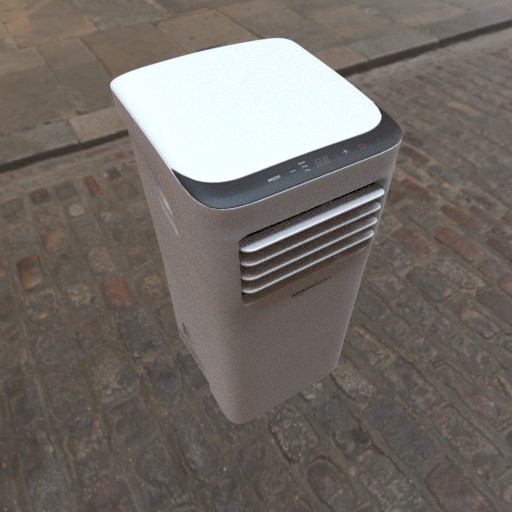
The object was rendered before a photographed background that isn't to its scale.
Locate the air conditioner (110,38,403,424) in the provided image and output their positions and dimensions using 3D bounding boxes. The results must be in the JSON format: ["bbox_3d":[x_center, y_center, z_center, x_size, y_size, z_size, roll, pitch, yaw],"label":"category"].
[{"bbox_3d":[0.000,0.000,0.918,0.352,0.716,0.369,-24,51,-21],"label":"air conditioner"}]
